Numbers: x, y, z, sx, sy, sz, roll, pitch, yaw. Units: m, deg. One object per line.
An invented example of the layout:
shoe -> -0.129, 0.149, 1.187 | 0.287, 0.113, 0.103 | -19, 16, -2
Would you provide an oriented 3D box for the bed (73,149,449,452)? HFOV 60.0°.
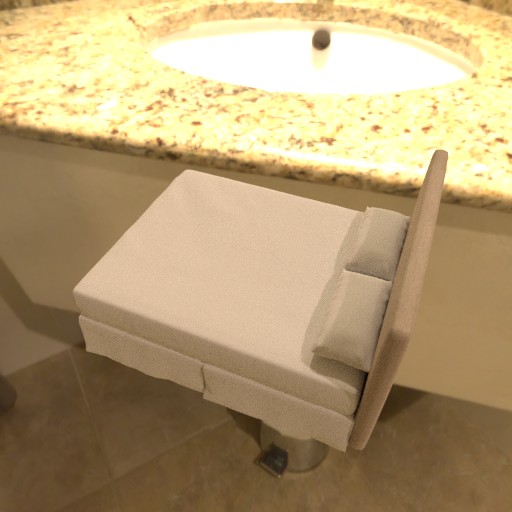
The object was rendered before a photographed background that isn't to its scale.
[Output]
bed -> 0.000, 0.000, 3.187 | 2.162, 1.330, 1.713 | 17, 47, 16
